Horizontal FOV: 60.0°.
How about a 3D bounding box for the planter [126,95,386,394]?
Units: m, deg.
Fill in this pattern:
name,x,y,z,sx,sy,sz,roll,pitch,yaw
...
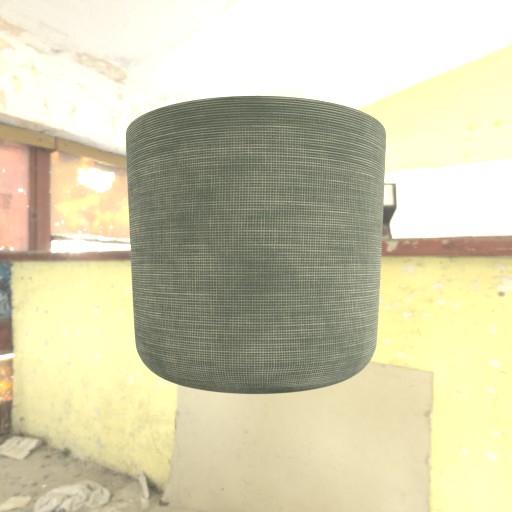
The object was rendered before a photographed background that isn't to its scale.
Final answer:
name,x,y,z,sx,sy,sz,roll,pitch,yaw
planter,0.000,0.000,0.776,0.440,0.398,0.440,0,-1,0
